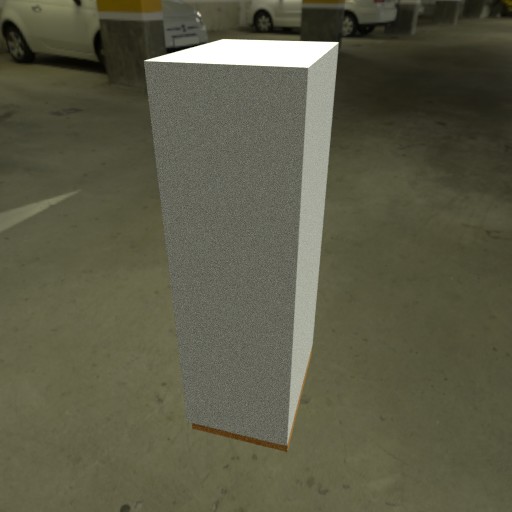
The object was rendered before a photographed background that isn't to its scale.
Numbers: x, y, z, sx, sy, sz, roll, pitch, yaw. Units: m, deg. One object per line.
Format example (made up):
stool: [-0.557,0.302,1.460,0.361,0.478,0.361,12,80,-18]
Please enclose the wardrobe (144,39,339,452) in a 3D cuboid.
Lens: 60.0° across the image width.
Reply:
wardrobe: [0.000,0.000,2.410,0.600,2.040,0.860,8,32,13]
